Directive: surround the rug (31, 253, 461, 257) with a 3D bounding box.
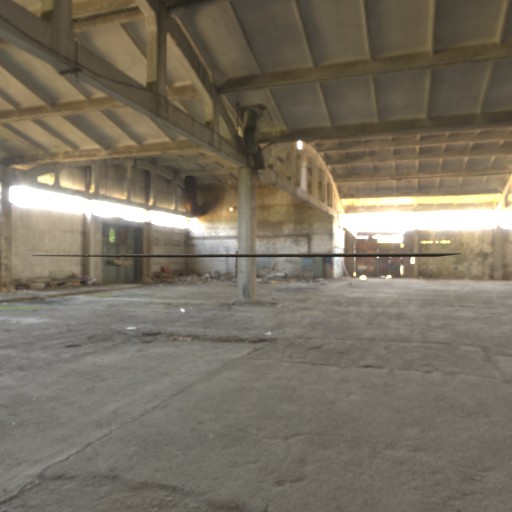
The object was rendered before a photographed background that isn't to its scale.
[{"bbox_3d":[0.000,0.000,3.071,2.438,0.008,1.523,0,-1,19],"label":"rug"}]
